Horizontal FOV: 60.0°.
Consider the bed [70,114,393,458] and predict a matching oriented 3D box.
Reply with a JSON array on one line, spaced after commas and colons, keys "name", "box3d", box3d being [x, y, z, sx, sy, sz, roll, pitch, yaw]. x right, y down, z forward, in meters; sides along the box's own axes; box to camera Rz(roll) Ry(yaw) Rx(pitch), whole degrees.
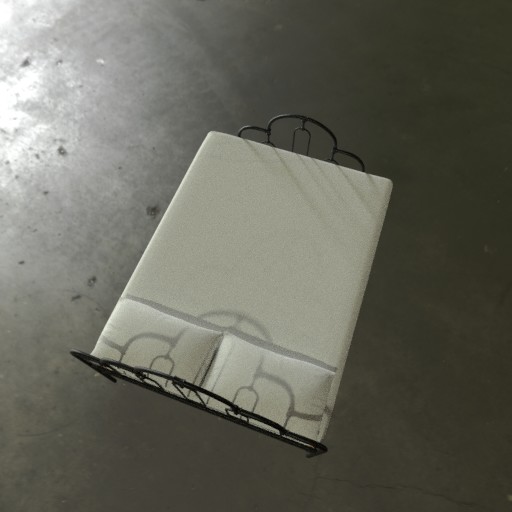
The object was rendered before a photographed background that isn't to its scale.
[{"name": "bed", "box3d": [0.000, 0.000, 3.170, 1.626, 1.444, 2.181, 18, 65, 9]}]
